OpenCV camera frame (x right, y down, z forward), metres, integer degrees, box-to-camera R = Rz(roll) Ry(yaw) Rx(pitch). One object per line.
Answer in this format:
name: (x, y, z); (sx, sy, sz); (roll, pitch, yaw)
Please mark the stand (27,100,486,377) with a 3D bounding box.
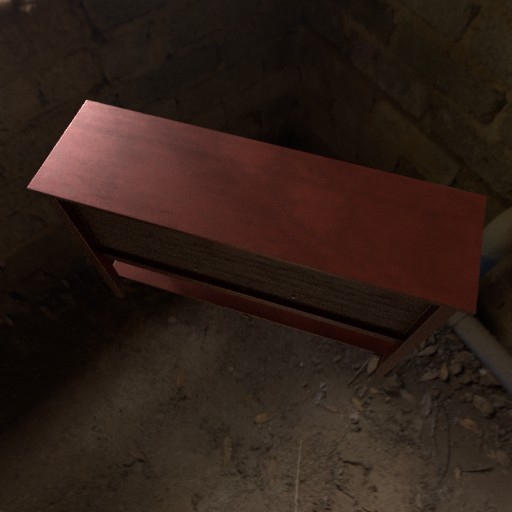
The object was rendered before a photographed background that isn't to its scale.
stand: (0.000, 0.000, 1.755); (1.362, 0.872, 0.410); (16, 63, 8)
